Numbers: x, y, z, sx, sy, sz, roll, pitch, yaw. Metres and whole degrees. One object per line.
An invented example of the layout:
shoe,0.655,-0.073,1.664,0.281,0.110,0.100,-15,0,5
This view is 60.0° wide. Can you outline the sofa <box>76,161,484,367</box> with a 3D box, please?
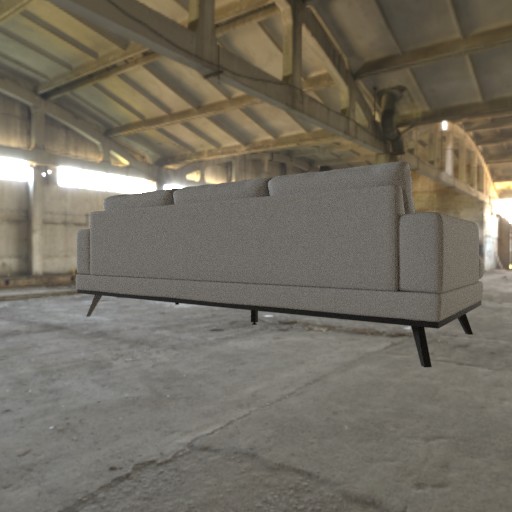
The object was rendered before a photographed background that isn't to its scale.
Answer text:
sofa,0.000,0.000,2.630,2.310,0.810,0.920,0,1,36
